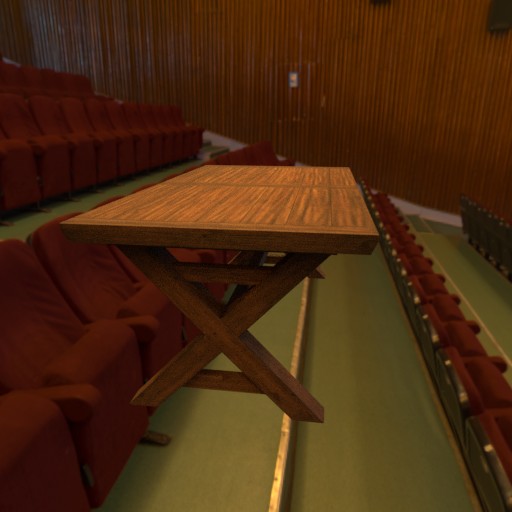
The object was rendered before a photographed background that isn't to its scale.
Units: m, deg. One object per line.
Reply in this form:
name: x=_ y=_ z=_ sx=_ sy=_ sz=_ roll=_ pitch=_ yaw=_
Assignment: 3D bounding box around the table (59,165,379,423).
table: x=0.000 y=0.000 z=2.492 sx=1.071 sy=0.793 sz=1.966 roll=3 pitch=18 yaw=8
